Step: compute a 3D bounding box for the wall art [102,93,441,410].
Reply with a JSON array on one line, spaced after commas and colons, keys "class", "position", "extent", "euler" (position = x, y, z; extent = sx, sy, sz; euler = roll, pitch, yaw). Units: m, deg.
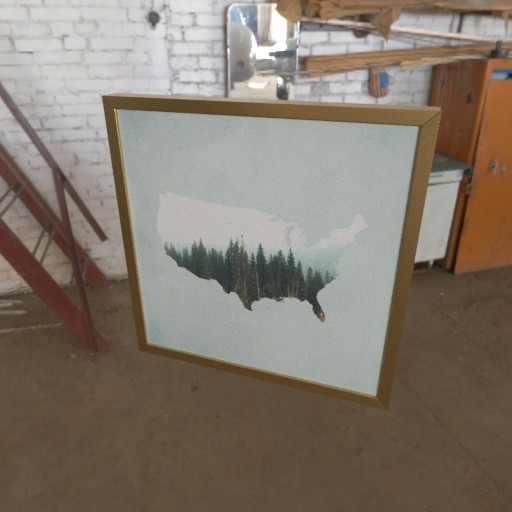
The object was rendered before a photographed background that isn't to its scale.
[{"class": "wall art", "position": [0.000, 0.000, 0.764], "extent": [0.509, 0.509, 0.040], "euler": [9, 28, 17]}]
